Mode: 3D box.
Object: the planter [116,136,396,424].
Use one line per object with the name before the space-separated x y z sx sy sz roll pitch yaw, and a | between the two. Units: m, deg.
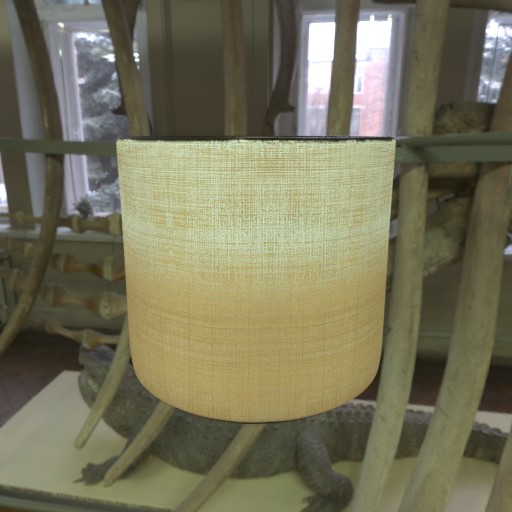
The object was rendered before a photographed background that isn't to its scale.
planter | 0.000 0.000 0.385 0.221 0.201 0.221 0 15 0
